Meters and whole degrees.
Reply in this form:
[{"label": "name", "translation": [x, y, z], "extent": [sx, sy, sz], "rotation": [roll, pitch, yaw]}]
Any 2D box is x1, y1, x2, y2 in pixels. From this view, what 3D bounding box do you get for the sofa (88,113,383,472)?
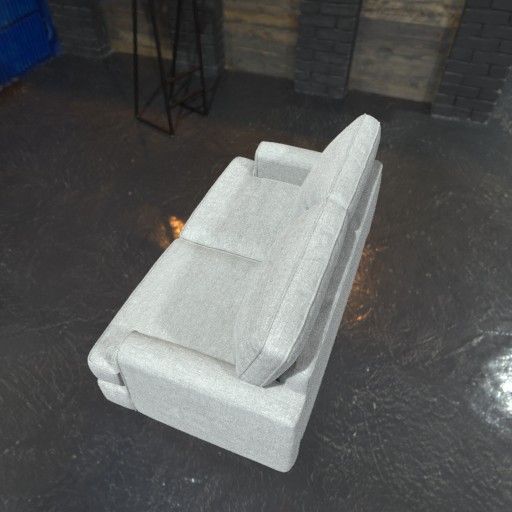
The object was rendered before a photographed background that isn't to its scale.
[{"label": "sofa", "translation": [0.000, 0.000, 2.242], "extent": [0.965, 0.965, 1.651], "rotation": [16, 49, 15]}]
